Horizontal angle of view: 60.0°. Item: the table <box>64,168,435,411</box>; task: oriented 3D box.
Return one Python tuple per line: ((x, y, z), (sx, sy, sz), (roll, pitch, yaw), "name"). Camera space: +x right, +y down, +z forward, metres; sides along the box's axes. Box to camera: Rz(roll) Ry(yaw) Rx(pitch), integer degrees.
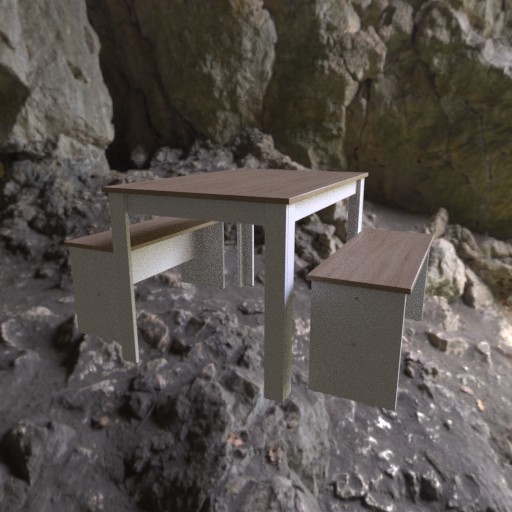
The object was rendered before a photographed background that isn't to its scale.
((0.000, 0.000, 2.025), (1.443, 0.700, 1.100), (7, 17, 25), "table")
